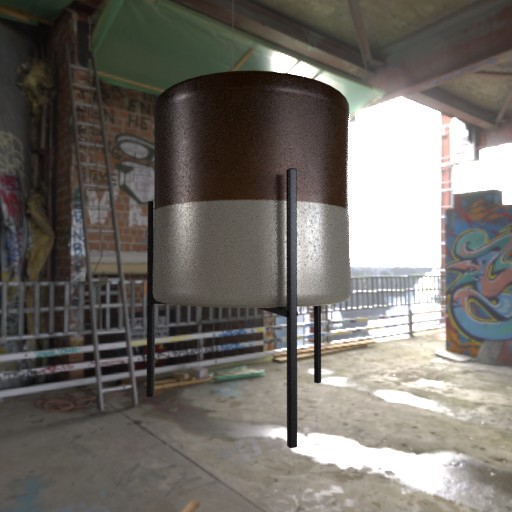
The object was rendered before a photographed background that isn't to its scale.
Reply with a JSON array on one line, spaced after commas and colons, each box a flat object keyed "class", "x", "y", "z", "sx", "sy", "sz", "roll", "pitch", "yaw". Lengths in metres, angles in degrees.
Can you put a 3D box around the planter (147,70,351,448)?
[{"class": "planter", "x": 0.000, "y": 0.000, "z": 0.559, "sx": 0.255, "sy": 0.375, "sz": 0.269, "roll": 0, "pitch": -1, "yaw": -18}]
